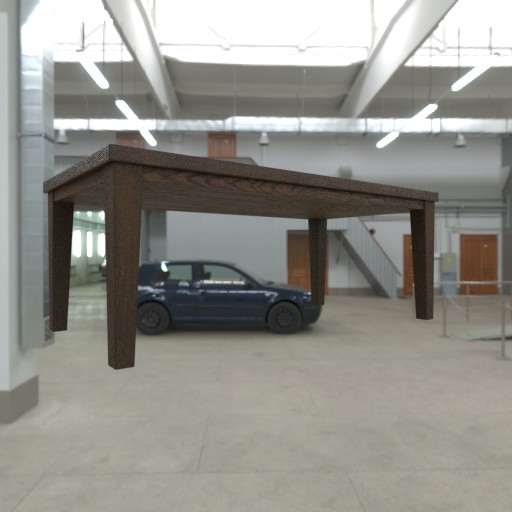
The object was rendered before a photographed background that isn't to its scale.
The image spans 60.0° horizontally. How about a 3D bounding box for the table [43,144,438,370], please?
[{"bbox_3d":[0.000,0.000,2.474,1.981,0.762,1.016,0,0,-37],"label":"table"}]
